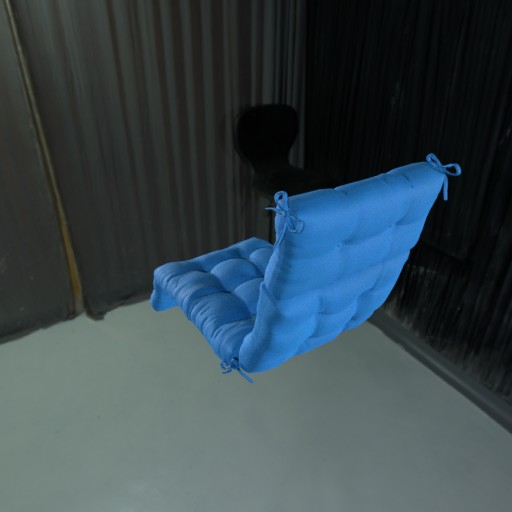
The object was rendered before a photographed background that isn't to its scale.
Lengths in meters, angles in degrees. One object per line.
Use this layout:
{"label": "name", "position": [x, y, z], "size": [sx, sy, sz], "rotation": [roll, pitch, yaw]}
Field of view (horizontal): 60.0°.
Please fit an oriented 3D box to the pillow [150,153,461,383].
{"label": "pillow", "position": [0.000, 0.000, 1.499], "size": [0.526, 0.863, 1.016], "rotation": [-19, 35, -28]}
